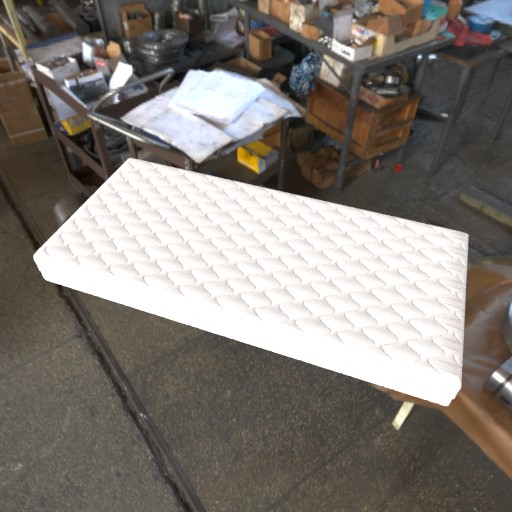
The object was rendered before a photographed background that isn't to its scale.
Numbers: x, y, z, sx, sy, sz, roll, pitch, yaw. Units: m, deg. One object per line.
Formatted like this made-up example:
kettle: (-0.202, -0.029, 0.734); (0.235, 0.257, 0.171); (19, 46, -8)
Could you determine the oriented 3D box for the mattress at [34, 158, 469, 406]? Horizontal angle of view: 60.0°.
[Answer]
mattress: (0.000, 0.000, 2.263); (2.000, 0.200, 0.900); (15, 48, 14)
